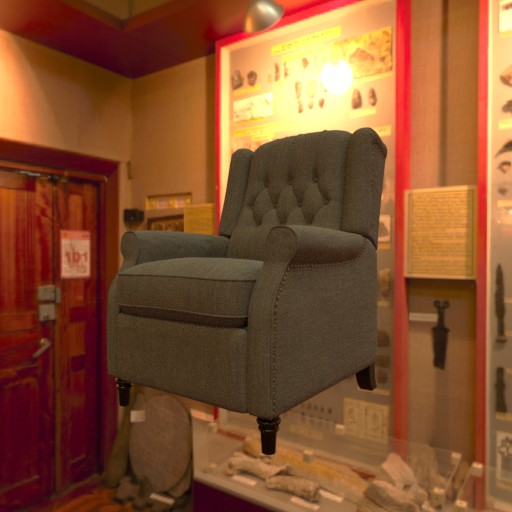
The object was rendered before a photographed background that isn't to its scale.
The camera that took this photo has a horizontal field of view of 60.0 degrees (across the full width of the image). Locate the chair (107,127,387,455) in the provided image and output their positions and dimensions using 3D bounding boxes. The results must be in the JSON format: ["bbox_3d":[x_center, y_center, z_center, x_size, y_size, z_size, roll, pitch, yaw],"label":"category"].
[{"bbox_3d":[0.000,0.000,1.633,0.742,1.035,0.898,1,1,36],"label":"chair"}]
